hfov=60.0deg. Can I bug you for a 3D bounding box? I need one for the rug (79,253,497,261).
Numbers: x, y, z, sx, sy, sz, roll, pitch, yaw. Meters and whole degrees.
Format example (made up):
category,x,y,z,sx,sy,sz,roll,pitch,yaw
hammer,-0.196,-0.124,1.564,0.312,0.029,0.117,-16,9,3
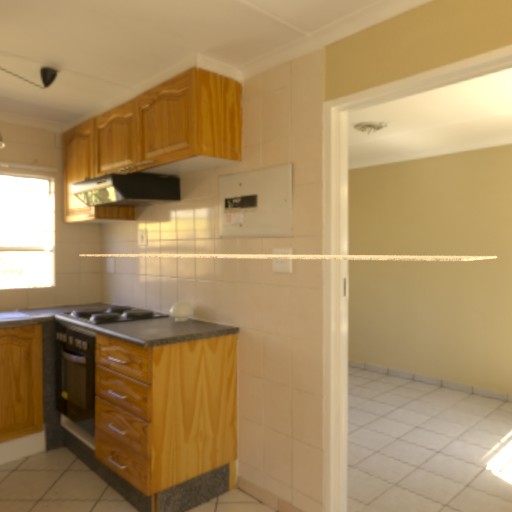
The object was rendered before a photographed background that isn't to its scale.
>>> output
category,x,y,z,sx,sy,sz,roll,pitch,yaw
rug,0.000,0.000,2.626,2.436,0.013,0.807,1,1,36
